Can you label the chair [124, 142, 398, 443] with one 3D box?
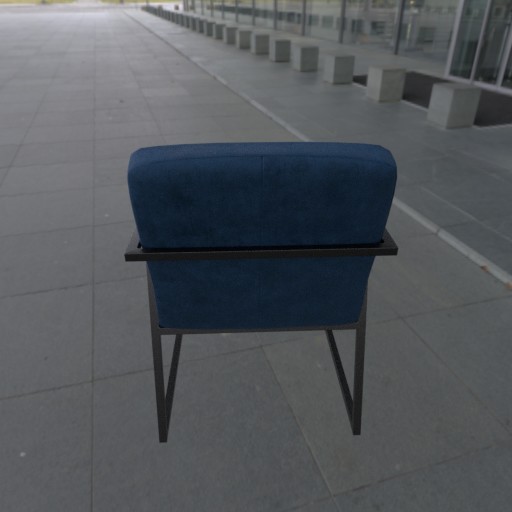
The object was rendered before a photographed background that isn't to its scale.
[{"bbox_3d":[0.000,0.000,1.301,0.571,0.833,0.677,-1,31,-2],"label":"chair"}]
